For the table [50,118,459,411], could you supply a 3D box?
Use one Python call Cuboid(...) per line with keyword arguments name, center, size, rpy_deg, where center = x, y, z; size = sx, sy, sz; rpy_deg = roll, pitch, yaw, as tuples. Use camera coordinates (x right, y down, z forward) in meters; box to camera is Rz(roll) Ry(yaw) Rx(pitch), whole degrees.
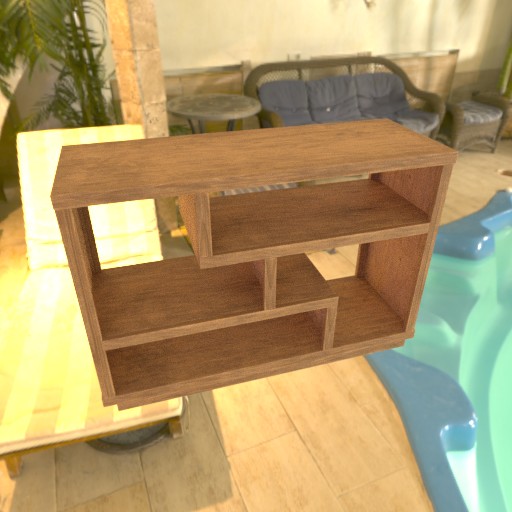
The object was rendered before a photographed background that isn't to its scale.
Cuboid(name="table", center=(0.000, 0.000, 1.557), size=(1.151, 0.771, 0.410), rpy_deg=(-9, 32, -14))
